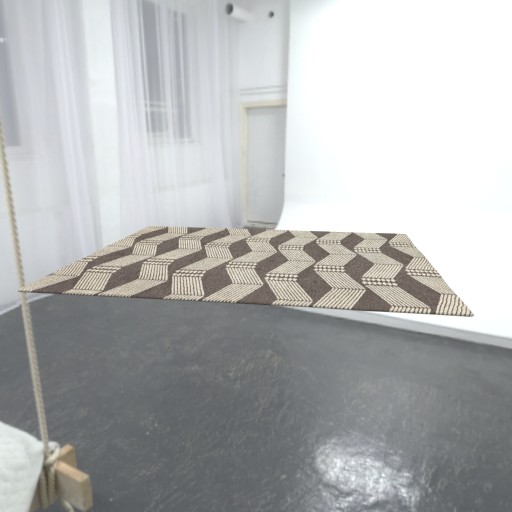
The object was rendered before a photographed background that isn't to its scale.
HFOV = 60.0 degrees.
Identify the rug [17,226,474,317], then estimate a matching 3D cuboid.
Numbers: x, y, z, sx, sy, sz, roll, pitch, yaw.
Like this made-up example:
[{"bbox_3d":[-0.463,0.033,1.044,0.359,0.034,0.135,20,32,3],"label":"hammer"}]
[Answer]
[{"bbox_3d":[0.000,0.000,4.056,3.048,0.016,2.438,2,15,8],"label":"rug"}]
